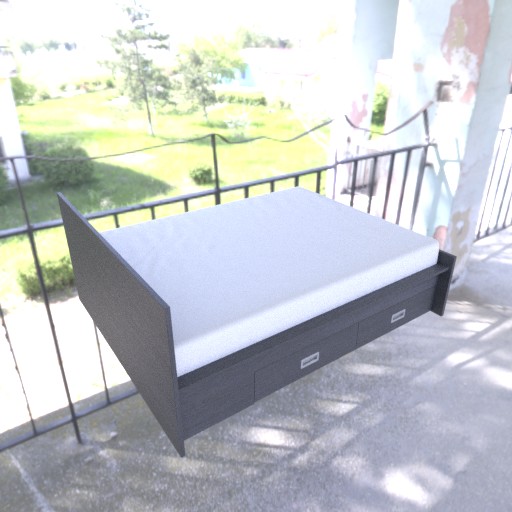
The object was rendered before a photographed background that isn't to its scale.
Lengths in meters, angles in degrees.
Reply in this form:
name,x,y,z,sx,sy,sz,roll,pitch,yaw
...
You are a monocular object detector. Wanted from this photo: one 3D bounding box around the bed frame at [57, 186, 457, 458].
name,x,y,z,sx,sy,sz,roll,pitch,yaw
bed frame,0.000,0.000,2.909,1.960,0.800,1.622,-18,32,-31
